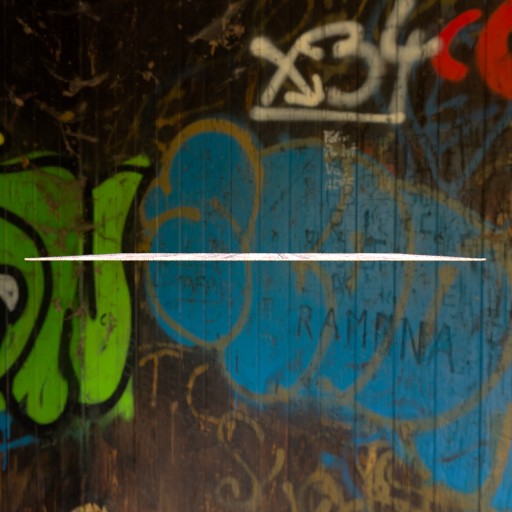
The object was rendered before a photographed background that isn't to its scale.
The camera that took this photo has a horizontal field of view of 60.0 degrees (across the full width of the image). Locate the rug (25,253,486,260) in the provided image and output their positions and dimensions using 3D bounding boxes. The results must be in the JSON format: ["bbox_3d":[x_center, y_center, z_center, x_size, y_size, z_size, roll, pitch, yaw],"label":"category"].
[{"bbox_3d":[0.000,0.000,3.089,2.440,0.010,1.545,0,1,1],"label":"rug"}]
